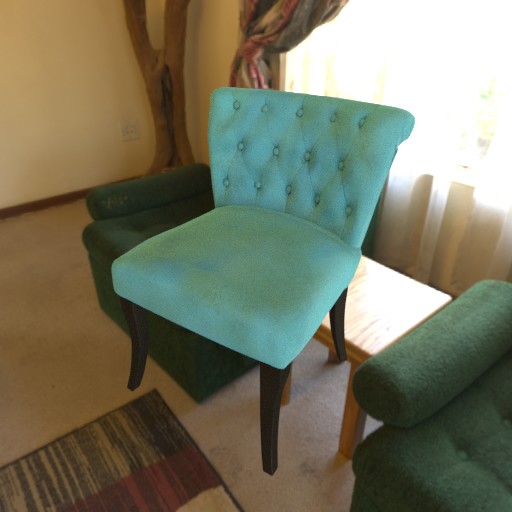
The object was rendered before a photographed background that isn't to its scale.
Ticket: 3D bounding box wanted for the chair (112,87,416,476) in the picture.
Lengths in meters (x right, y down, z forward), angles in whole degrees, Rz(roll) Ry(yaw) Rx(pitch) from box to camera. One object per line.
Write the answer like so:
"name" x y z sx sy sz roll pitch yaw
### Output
"chair" 0.000 0.000 1.184 0.582 0.750 0.605 19 35 29
